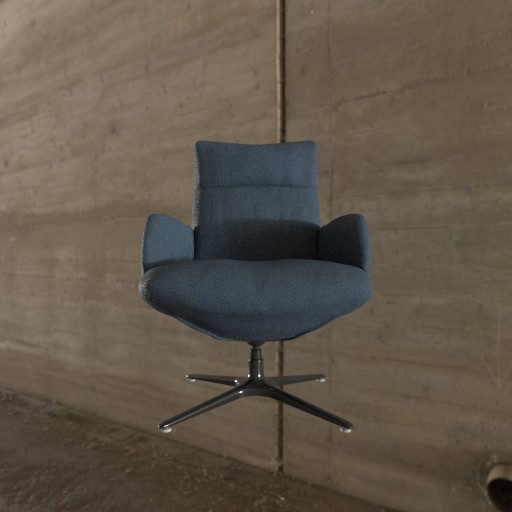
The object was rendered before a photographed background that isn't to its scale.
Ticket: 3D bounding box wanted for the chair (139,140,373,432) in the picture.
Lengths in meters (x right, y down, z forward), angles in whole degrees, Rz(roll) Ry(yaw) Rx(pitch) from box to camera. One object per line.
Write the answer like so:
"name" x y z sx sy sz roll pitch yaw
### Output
"chair" 0.000 0.000 1.589 0.711 1.016 0.889 0 0 0
